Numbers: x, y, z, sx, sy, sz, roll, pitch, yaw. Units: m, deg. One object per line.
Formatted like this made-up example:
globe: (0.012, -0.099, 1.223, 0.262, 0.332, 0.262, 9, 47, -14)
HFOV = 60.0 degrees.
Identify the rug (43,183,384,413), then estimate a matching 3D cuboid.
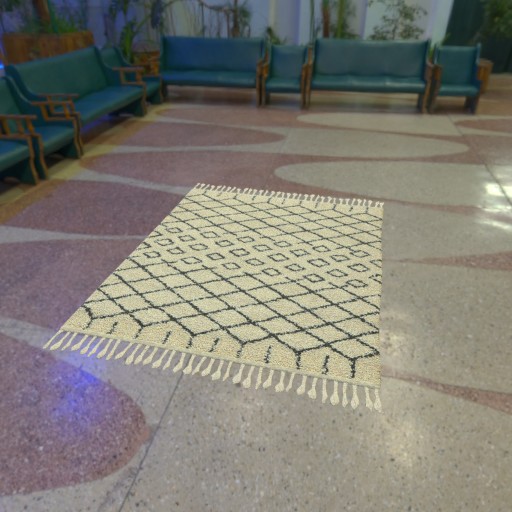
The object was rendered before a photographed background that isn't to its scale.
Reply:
rug: (0.000, 0.000, 4.277, 2.388, 0.030, 3.213, 7, 32, 12)
